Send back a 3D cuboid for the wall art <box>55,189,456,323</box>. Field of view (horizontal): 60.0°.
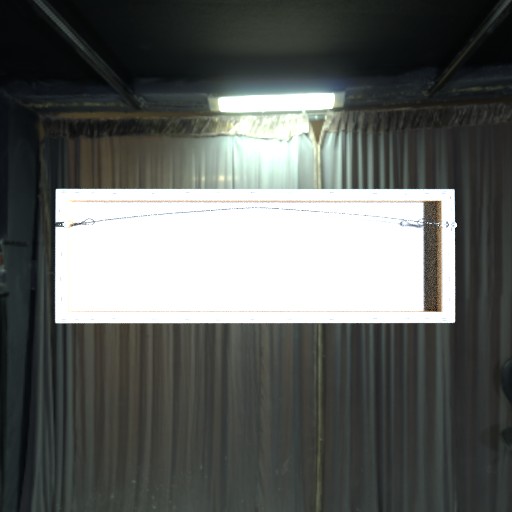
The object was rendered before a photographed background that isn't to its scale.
[{"bbox_3d":[0.000,0.000,0.841,0.759,0.254,0.044,0,-1,0],"label":"wall art"}]
